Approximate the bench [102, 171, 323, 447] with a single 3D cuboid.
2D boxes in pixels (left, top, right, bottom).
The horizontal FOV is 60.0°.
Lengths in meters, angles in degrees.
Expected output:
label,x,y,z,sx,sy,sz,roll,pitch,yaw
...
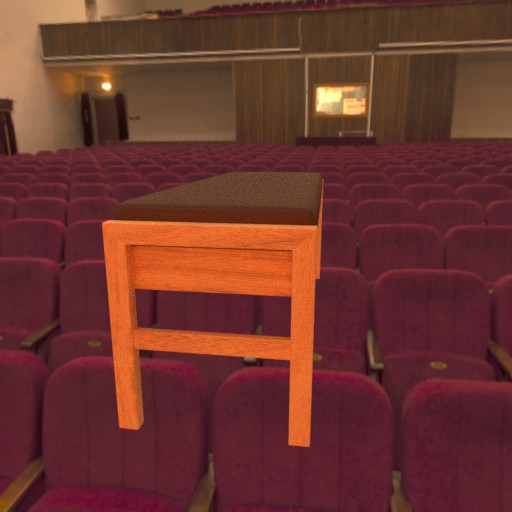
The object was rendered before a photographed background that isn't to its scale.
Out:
label,x,y,z,sx,sy,sz,roll,pitch,yaw
bench,0.000,0.000,1.434,0.405,0.480,1.200,2,14,9
